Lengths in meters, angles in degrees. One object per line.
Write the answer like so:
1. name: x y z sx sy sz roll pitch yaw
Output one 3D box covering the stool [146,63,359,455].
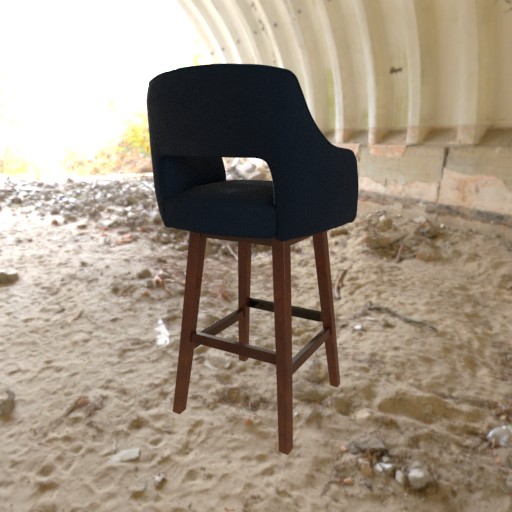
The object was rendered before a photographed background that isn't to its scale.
1. stool: 0.000 0.000 1.390 0.550 1.041 0.560 8 16 29
